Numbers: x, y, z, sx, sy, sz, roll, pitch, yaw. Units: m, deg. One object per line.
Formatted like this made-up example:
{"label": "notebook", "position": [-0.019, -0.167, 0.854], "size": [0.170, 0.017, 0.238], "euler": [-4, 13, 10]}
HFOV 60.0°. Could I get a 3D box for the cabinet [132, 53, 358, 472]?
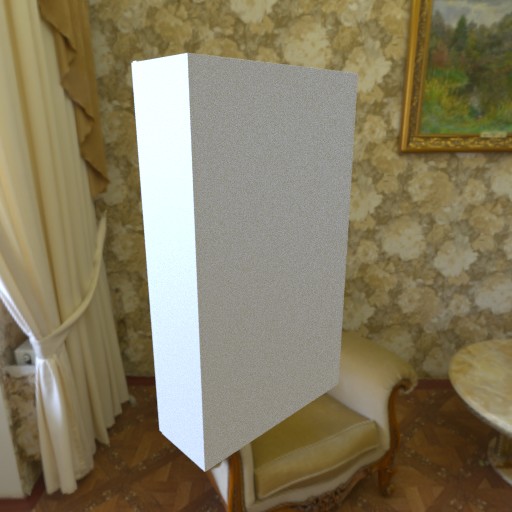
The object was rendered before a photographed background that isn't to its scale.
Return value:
{"label": "cabinet", "position": [0.000, 0.000, 2.743], "size": [1.250, 2.160, 0.480], "euler": [-16, 23, -41]}
